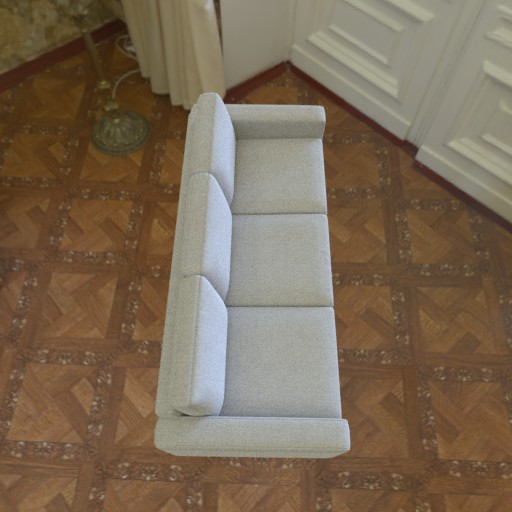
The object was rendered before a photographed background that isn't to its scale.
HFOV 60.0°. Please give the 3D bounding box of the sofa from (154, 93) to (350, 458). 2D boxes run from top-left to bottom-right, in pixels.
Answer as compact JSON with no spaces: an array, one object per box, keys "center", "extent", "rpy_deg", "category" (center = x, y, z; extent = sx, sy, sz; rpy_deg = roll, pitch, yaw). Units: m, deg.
[{"center":[0.000,0.000,2.599],"extent":[0.900,0.800,2.120],"rpy_deg":[1,63,0],"category":"sofa"}]
